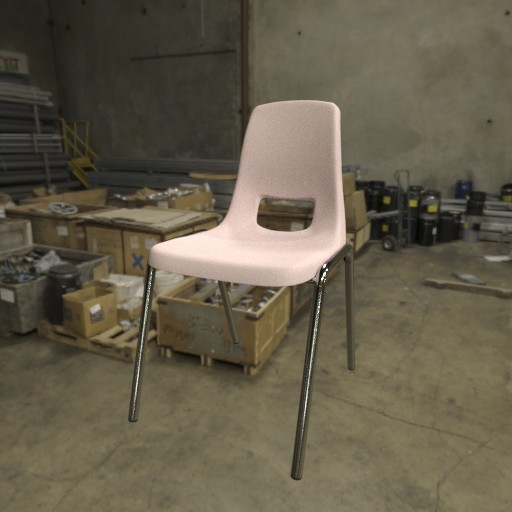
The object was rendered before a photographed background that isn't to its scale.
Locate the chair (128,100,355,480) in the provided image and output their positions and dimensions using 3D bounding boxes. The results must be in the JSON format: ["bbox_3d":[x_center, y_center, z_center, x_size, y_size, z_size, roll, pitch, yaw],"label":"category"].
[{"bbox_3d":[0.000,0.000,0.938,0.381,0.653,0.436,7,16,25],"label":"chair"}]
